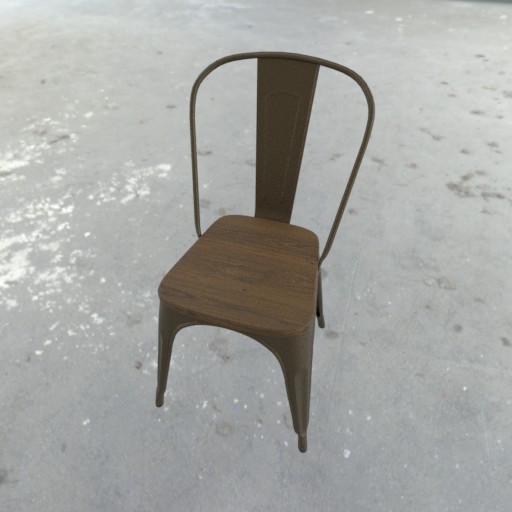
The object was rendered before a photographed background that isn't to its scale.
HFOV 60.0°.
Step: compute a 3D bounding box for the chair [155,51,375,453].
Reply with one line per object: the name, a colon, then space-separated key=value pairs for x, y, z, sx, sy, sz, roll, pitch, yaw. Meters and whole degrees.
chair: x=0.000 y=0.000 z=1.142 sx=0.451 sy=0.844 sz=0.532 roll=12 pitch=43 yaw=13
